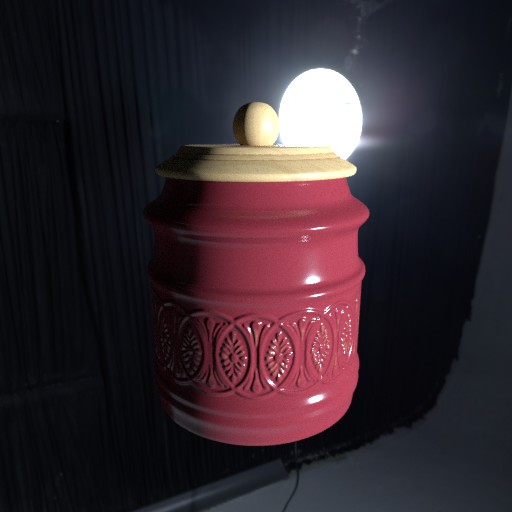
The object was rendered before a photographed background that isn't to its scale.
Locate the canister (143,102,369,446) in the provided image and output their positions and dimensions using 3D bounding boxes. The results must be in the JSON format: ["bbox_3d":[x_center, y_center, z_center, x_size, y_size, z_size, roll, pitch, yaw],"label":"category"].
[{"bbox_3d":[0.000,0.000,0.269,0.130,0.176,0.130,0,15,0],"label":"canister"}]
